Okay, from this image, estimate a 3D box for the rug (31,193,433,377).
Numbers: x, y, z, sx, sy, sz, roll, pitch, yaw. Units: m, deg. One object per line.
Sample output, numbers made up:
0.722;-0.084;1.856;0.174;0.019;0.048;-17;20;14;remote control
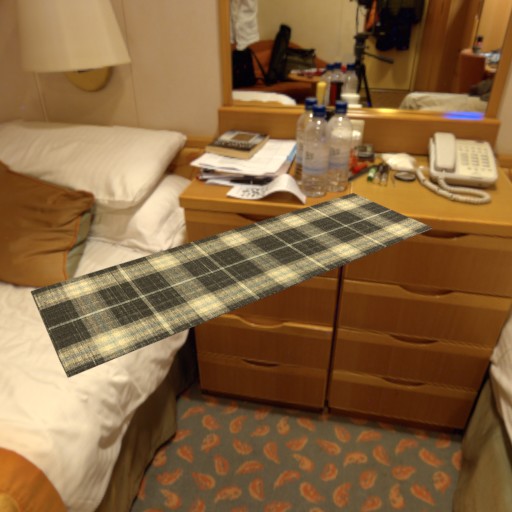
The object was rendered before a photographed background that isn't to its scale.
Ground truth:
0.000;0.000;2.711;2.434;0.012;0.760;-19;35;-29;rug
